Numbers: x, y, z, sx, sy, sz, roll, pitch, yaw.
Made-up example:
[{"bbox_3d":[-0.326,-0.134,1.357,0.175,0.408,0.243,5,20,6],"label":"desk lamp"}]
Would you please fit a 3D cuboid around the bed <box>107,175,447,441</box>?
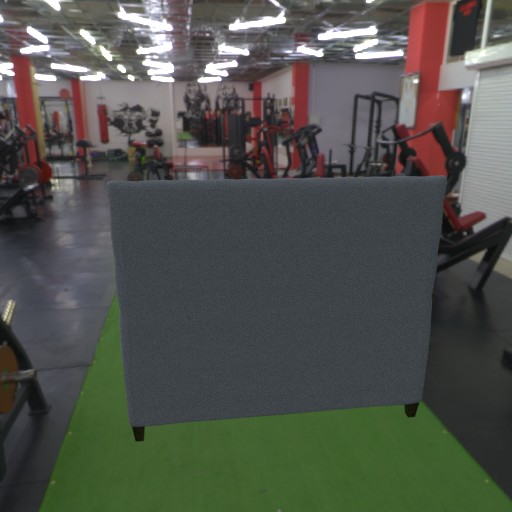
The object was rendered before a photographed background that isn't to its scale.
[{"bbox_3d":[0.000,0.000,3.375,1.698,1.427,2.231,-2,17,-7],"label":"bed"}]
